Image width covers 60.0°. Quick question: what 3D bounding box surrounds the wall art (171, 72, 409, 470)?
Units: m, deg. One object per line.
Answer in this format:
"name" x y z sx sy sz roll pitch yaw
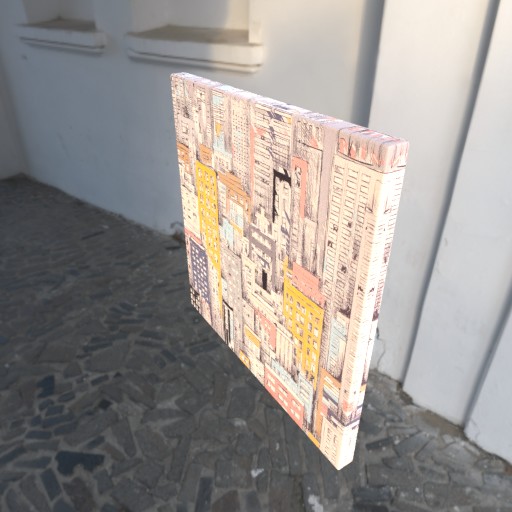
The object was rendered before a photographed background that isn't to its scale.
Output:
"wall art" 0.000 0.000 1.109 0.048 0.762 0.761 -19 36 -28
